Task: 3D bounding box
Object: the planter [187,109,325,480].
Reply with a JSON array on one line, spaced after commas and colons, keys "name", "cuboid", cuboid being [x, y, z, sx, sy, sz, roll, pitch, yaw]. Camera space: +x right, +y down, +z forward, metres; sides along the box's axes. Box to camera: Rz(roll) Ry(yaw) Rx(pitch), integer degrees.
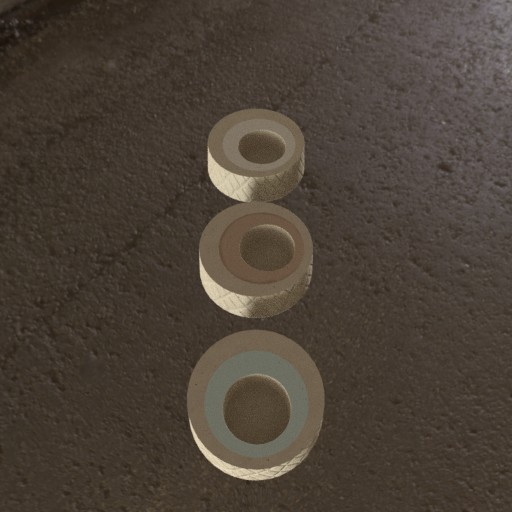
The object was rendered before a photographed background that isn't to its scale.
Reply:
[{"name": "planter", "cuboid": [0.000, 0.000, 0.434, 0.114, 0.038, 0.390, 0, 58, 0]}]
